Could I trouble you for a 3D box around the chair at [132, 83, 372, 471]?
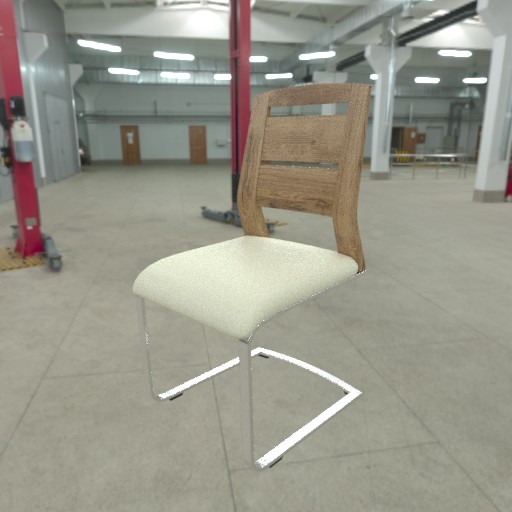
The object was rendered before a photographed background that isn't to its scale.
[{"bbox_3d":[0.000,0.000,1.266,0.457,0.955,0.561,14,20,42],"label":"chair"}]
